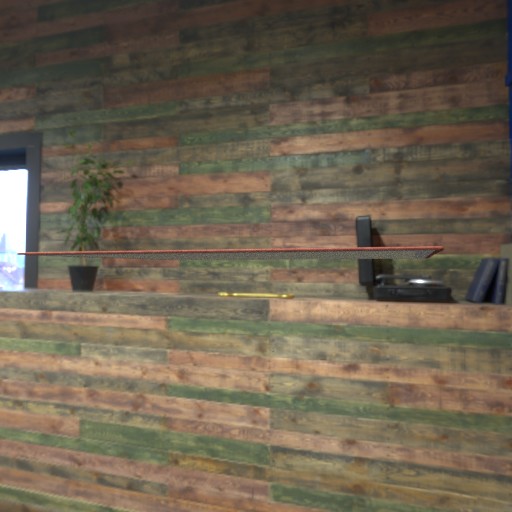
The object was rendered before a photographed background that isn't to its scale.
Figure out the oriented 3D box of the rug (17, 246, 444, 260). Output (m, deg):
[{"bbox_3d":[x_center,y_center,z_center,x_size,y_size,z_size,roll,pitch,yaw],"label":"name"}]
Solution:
[{"bbox_3d":[0.000,0.000,3.981,2.976,0.018,2.430,-1,-2,19],"label":"rug"}]
